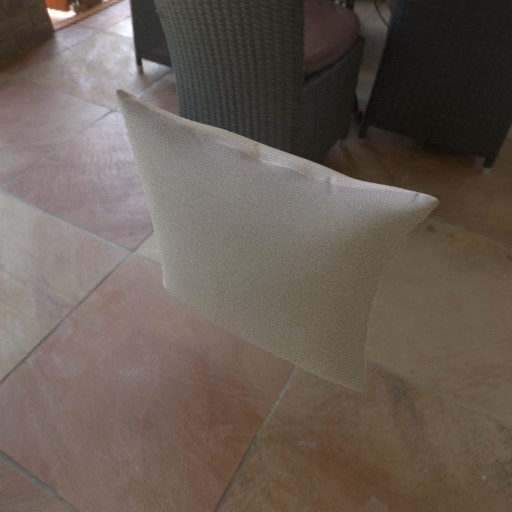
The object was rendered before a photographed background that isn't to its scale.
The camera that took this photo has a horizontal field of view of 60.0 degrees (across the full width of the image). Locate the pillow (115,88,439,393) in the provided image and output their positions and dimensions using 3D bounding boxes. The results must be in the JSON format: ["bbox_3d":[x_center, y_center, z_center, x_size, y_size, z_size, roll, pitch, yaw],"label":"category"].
[{"bbox_3d":[0.000,0.000,0.784,0.512,0.497,0.204,25,53,21],"label":"pillow"}]
